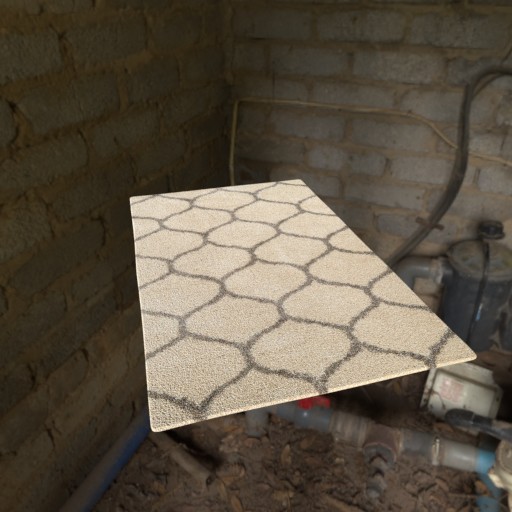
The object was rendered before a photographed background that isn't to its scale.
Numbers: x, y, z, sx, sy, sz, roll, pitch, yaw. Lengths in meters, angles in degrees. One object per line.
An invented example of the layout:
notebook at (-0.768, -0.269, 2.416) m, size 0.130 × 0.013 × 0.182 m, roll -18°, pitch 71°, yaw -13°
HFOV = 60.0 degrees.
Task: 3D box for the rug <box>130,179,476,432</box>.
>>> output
rug at (0.000, 0.000, 2.862) m, size 1.501 × 0.024 × 2.348 m, roll -8°, pitch 32°, yaw -13°
